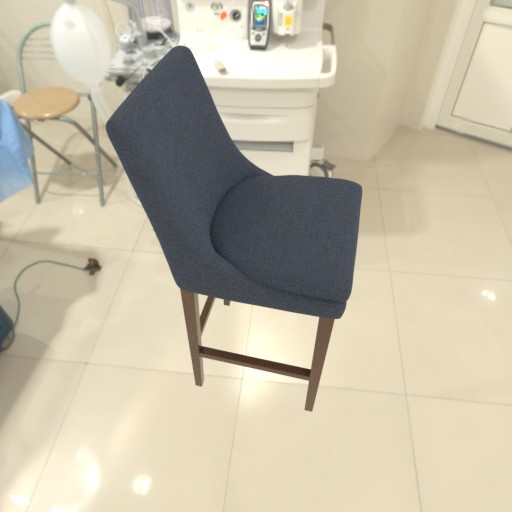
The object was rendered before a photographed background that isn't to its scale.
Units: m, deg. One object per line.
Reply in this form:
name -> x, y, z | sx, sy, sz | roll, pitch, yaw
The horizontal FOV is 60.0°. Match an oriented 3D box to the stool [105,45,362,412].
stool -> 0.000, 0.000, 1.374 | 0.577, 1.078, 0.470 | 10, 48, 9
